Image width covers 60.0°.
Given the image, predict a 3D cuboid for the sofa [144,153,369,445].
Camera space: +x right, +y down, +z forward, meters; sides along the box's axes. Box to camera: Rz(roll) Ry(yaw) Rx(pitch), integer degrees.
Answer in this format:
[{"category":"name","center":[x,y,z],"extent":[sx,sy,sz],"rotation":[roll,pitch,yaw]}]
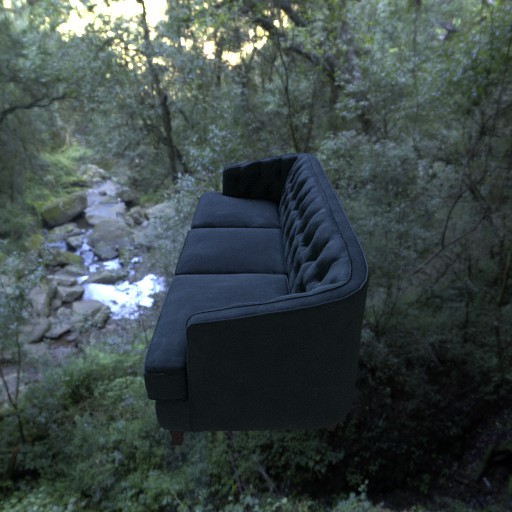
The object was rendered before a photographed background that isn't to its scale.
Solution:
[{"category":"sofa","center":[0.000,0.000,2.777],"extent":[0.941,0.855,2.278],"rotation":[0,27,0]}]
